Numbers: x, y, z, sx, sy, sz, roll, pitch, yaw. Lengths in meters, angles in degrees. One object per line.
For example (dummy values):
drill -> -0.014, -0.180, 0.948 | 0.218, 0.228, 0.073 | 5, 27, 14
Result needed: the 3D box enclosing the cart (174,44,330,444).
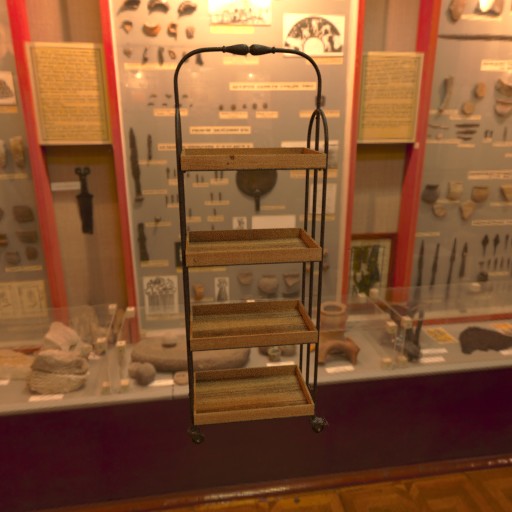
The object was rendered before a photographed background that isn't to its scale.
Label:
cart -> 0.000, 0.000, 1.703 | 0.581, 1.481, 0.308 | -2, 18, -7
